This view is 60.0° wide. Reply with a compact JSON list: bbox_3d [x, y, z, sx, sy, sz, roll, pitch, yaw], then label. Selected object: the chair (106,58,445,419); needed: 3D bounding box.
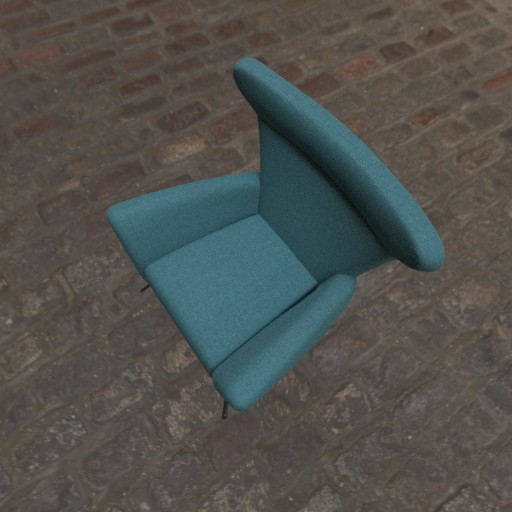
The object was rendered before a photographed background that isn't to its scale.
[{"bbox_3d":[0.000,0.000,1.795,0.900,0.980,1.050,-33,67,-16],"label":"chair"}]
